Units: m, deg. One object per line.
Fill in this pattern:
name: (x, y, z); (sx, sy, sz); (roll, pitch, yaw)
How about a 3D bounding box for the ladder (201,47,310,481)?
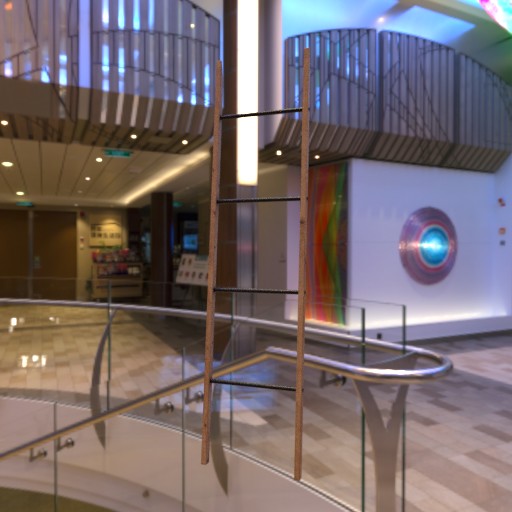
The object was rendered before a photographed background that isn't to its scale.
ladder: (0.000, 0.000, 1.928); (0.442, 1.805, 0.200); (0, 1, 18)
